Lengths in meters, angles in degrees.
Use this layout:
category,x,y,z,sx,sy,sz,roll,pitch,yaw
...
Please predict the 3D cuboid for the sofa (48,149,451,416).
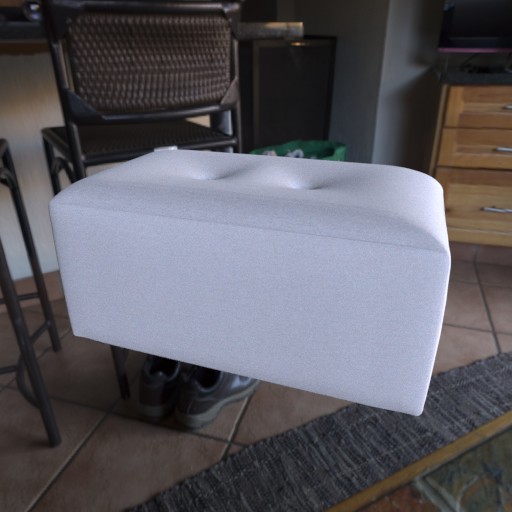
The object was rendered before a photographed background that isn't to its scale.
category,x,y,z,sx,sy,sz,roll,pitch,yaw
sofa,0.000,0.000,1.202,0.930,0.470,0.480,8,27,17
